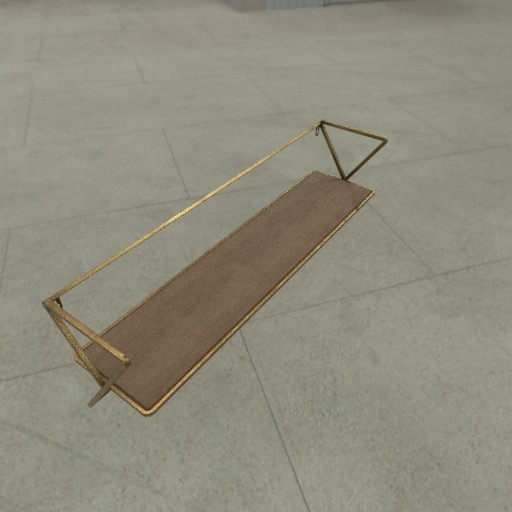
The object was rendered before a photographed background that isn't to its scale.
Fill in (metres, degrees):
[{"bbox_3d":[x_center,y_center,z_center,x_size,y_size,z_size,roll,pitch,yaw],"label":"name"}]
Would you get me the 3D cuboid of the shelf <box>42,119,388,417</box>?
[{"bbox_3d":[0.000,0.000,0.754,0.150,0.229,0.645,26,46,27],"label":"shelf"}]
